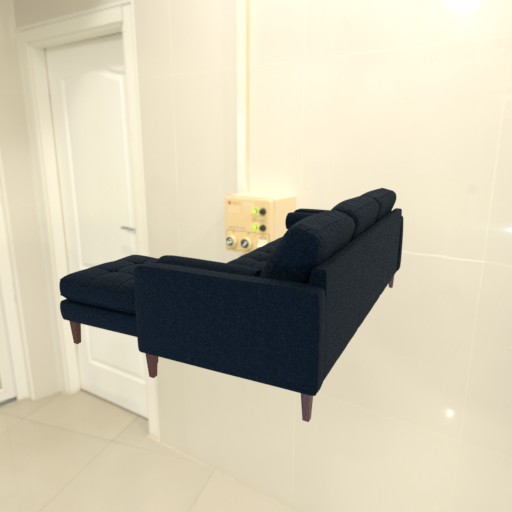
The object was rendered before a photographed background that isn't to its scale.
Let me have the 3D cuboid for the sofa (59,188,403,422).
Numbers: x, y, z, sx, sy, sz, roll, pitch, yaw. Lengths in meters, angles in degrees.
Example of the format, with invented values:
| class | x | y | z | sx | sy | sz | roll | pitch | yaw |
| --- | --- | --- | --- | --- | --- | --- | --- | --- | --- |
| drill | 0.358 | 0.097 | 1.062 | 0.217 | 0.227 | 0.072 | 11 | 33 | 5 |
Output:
| class | x | y | z | sx | sy | sz | roll | pitch | yaw |
| --- | --- | --- | --- | --- | --- | --- | --- | --- | --- |
| sofa | 0.000 | 0.000 | 3.023 | 1.613 | 0.841 | 2.185 | 7 | 16 | 25 |
